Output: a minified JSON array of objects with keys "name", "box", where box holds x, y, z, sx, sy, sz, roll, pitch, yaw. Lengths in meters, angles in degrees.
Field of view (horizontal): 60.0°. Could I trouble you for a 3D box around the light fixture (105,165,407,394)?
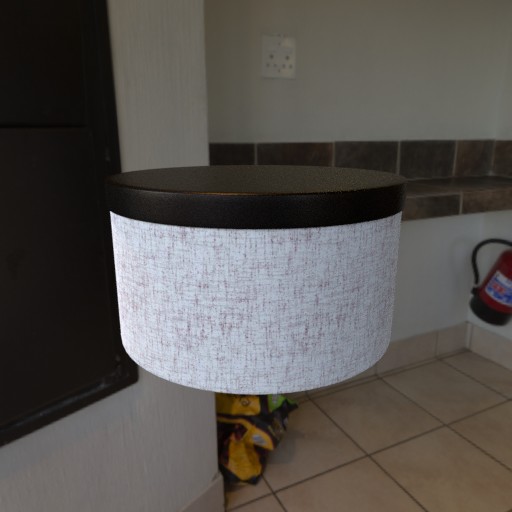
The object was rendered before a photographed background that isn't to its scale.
[{"name":"light fixture","box":[0.000,0.000,0.630,0.389,0.229,0.389,0,15,0]}]
